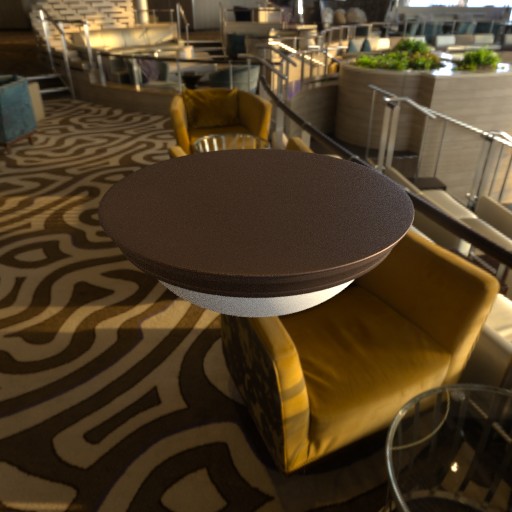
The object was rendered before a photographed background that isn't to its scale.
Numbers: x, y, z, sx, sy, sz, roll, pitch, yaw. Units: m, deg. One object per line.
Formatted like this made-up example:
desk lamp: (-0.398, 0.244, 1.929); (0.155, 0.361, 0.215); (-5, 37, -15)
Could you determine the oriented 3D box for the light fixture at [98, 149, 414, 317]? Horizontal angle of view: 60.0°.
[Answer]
light fixture: (0.000, 0.000, 0.443); (0.280, 0.135, 0.280); (0, 30, 0)
